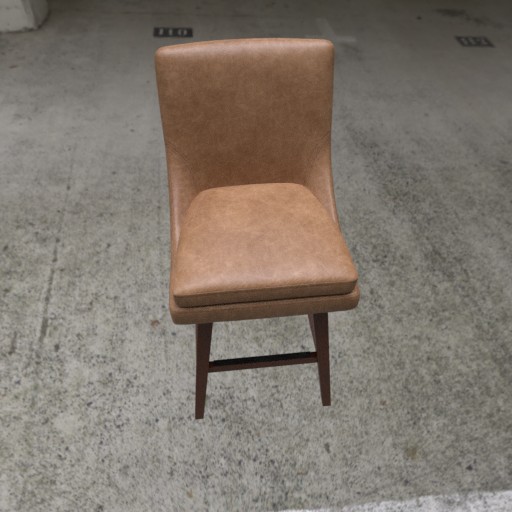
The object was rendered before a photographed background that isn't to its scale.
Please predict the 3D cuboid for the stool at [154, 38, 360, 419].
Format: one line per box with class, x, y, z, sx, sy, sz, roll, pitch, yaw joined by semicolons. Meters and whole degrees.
stool;0.000;0.000;1.361;0.487;1.079;0.572;-4;48;-4
